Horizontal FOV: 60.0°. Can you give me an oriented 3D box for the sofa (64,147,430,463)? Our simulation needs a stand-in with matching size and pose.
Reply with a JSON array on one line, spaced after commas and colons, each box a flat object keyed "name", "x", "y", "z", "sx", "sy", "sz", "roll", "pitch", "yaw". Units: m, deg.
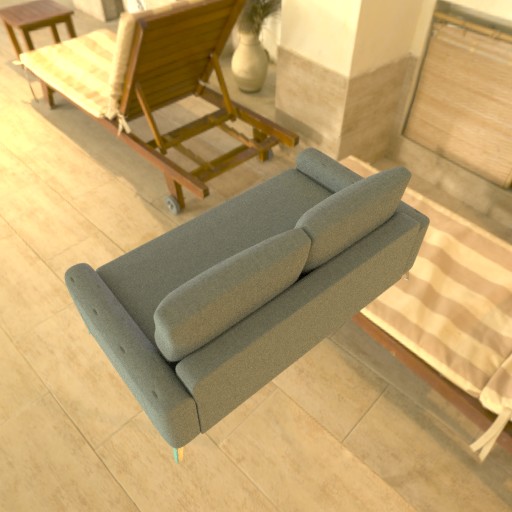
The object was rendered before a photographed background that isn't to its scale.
[{"name": "sofa", "x": 0.000, "y": 0.000, "z": 2.232, "sx": 1.650, "sy": 0.790, "sz": 0.920, "roll": -31, "pitch": 54, "yaw": -26}]
